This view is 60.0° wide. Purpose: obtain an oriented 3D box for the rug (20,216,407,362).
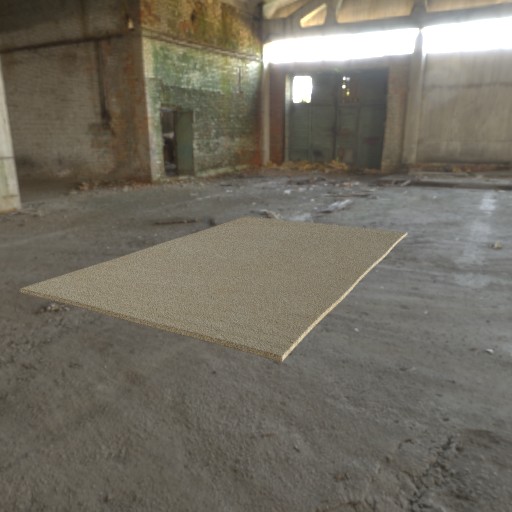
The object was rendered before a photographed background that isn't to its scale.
[{"bbox_3d":[0.000,0.000,2.935,1.500,0.025,2.346,8,18,28],"label":"rug"}]
